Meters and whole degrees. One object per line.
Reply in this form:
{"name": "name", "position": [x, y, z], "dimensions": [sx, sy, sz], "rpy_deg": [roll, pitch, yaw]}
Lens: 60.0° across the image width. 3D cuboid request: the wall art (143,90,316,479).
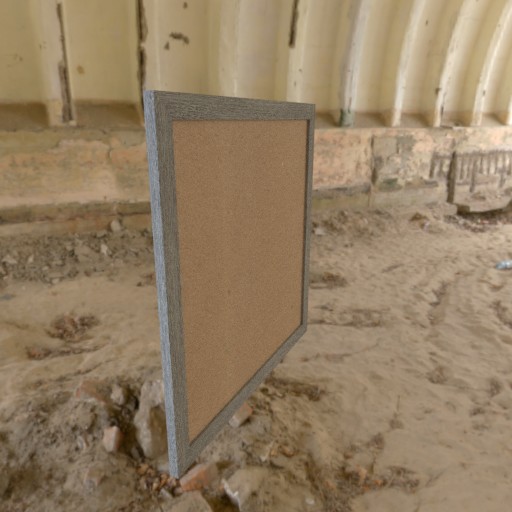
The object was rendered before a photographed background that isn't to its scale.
{"name": "wall art", "position": [0.000, 0.000, 1.027], "dimensions": [0.020, 0.685, 0.685], "rpy_deg": [8, 19, 26]}
